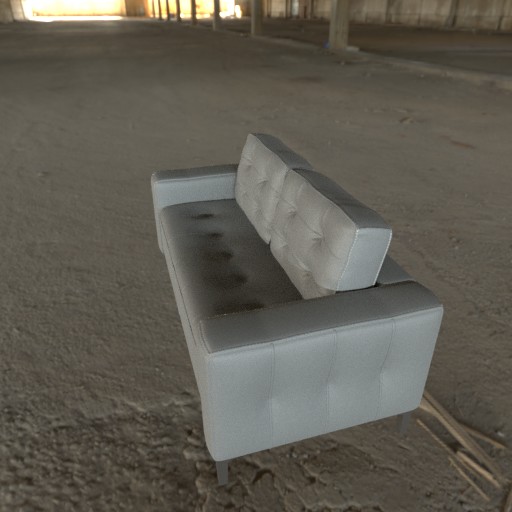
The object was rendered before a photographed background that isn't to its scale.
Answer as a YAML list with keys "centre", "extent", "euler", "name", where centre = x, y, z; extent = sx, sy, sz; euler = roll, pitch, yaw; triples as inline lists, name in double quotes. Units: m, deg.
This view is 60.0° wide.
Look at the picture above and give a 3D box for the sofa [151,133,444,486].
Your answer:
- centre: [0.000, 0.000, 2.163]
  extent: [0.833, 0.893, 1.726]
  euler: [-8, 31, -15]
  name: "sofa"
